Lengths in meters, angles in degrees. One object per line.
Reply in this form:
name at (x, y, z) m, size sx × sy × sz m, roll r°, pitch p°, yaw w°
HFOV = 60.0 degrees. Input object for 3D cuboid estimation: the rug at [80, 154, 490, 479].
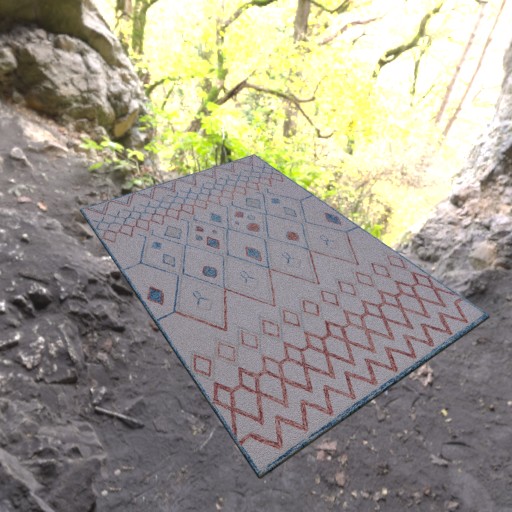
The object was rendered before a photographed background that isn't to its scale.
rug at (0.000, 0.000, 2.241) m, size 1.219 × 0.016 × 1.829 m, roll -24°, pitch 45°, yaw -26°
